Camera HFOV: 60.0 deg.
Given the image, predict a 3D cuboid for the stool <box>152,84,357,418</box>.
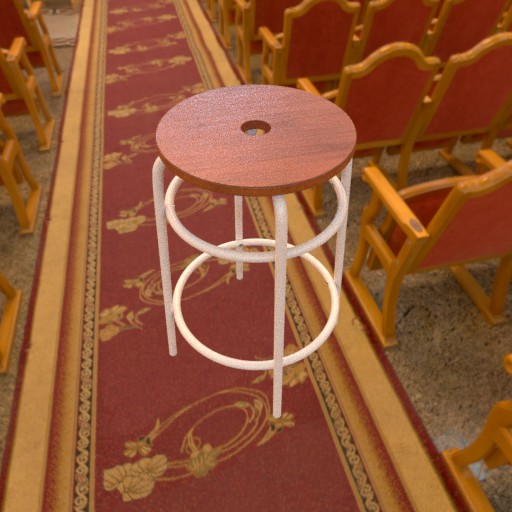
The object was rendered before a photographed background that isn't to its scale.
[{"bbox_3d":[0.000,0.000,0.958,0.455,0.610,0.455,-9,46,-9],"label":"stool"}]
